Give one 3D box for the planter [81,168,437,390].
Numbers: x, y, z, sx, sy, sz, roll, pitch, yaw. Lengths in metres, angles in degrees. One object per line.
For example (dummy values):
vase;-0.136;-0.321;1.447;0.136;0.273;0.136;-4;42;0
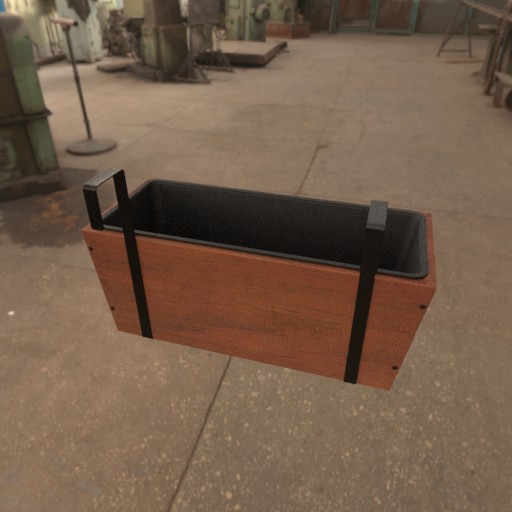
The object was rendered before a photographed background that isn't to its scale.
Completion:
planter;0.000;0.000;0.650;0.480;0.289;0.262;9;34;14
